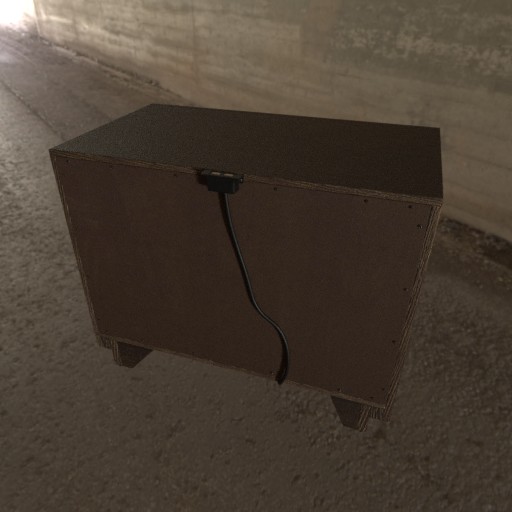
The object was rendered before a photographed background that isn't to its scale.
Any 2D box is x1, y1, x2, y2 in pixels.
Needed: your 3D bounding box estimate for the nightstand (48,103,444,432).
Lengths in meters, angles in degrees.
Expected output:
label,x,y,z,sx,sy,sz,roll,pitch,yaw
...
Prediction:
label,x,y,z,sx,sy,sz,roll,pitch,yaw
nightstand,0.000,0.000,1.142,0.775,0.612,0.457,10,33,16
